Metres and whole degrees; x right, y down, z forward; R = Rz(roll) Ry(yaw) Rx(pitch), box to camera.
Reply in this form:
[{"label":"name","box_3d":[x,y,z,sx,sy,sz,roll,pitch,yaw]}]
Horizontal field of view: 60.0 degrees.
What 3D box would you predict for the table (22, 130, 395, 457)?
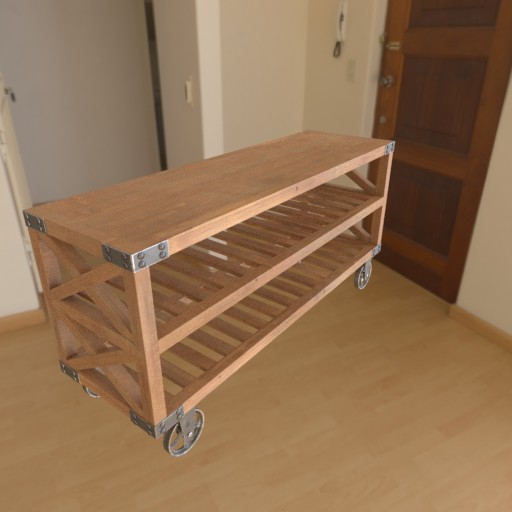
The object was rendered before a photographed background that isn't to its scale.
[{"label":"table","box_3d":[0.000,0.000,1.746,0.467,0.711,1.487,18,31,33]}]
